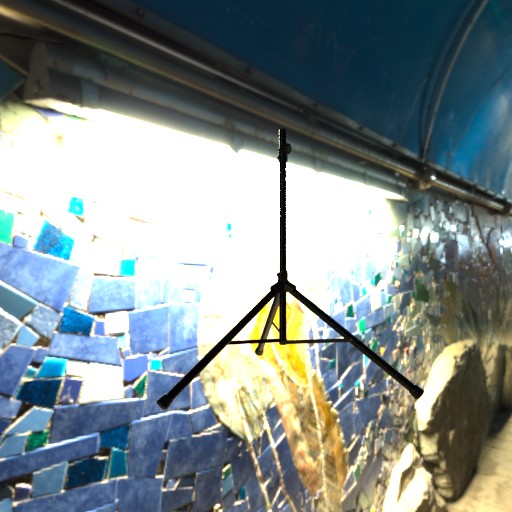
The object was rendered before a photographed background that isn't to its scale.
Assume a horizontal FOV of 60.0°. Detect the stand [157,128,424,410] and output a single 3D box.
[{"bbox_3d":[0.000,0.000,1.892,0.907,1.136,1.045,0,0,-37],"label":"stand"}]
